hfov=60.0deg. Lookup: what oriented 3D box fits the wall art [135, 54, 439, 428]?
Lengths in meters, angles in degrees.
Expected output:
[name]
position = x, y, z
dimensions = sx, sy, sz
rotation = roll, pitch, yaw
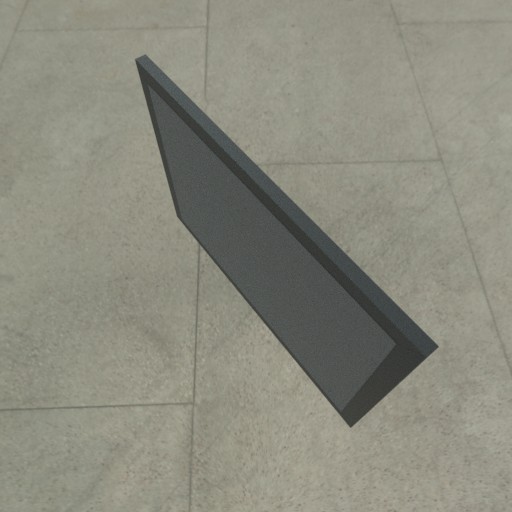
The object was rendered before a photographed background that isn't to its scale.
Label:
[wall art]
position = 0.000, 0.000, 0.547
dimensions = 0.016, 0.306, 0.432
rotation = -33, 65, -18
